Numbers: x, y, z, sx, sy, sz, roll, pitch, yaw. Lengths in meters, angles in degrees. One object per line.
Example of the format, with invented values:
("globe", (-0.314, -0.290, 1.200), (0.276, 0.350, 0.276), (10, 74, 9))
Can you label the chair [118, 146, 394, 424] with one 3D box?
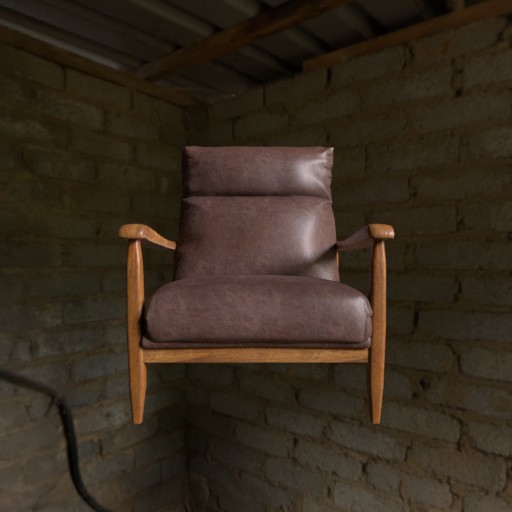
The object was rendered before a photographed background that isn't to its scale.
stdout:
("chair", (0.000, 0.000, 1.551), (0.782, 0.897, 0.830), (0, 0, 0))
